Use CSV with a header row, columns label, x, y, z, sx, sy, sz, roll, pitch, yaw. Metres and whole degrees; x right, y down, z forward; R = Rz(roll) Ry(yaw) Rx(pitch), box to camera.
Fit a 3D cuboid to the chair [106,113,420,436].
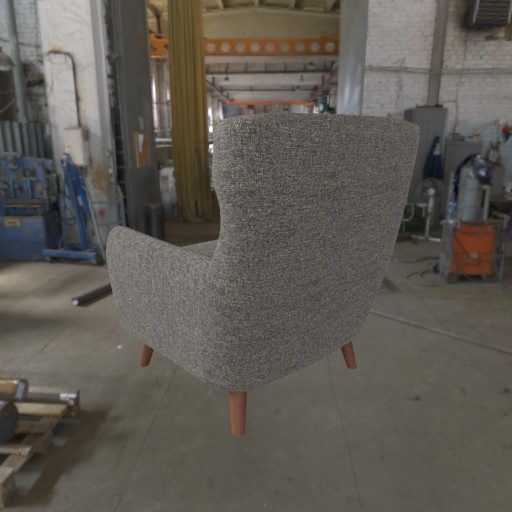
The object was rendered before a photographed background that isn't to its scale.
label,x,y,z,sx,sy,sz,roll,pitch,yaw
chair,0.000,0.000,1.762,0.889,1.039,0.940,-14,20,-41
